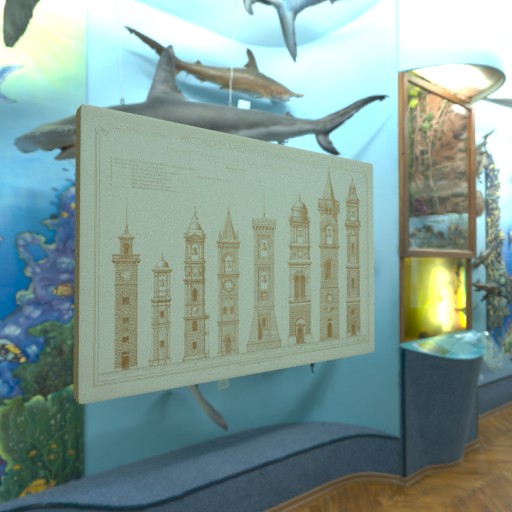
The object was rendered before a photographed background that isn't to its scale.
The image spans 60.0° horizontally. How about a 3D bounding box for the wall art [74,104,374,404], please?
[{"bbox_3d":[0.000,0.000,0.492,0.380,0.254,0.019,1,-1,-36],"label":"wall art"}]
